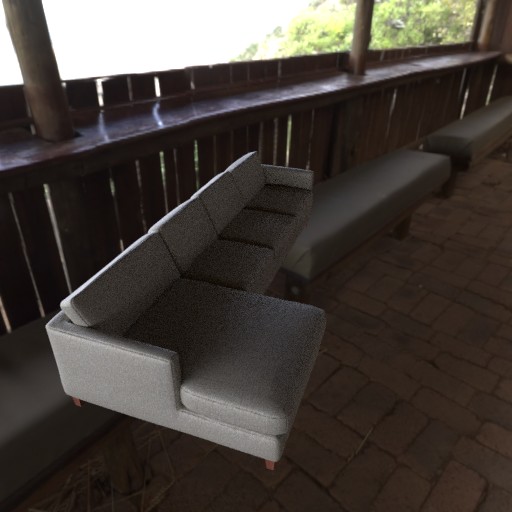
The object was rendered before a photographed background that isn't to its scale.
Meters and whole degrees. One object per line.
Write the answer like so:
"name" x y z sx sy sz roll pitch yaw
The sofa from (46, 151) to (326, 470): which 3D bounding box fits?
"sofa" 0.000 0.000 3.751 1.502 0.876 3.201 10 32 17
